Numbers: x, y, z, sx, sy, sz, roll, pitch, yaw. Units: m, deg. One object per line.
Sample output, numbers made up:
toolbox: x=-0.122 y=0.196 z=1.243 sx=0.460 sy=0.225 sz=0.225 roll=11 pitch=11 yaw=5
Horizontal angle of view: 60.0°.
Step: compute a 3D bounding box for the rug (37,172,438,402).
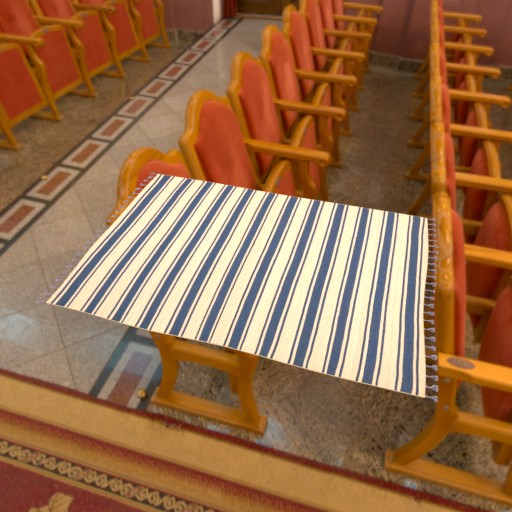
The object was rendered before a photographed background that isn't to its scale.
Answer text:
rug: x=0.000 y=0.000 z=2.943 sx=2.315 sy=0.010 sz=1.544 roll=11 pitch=43 yaw=12
